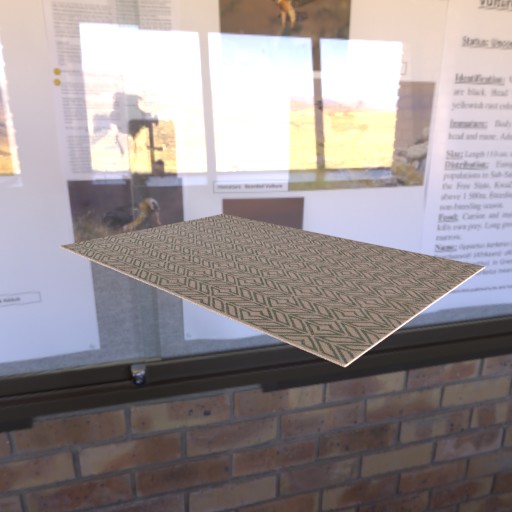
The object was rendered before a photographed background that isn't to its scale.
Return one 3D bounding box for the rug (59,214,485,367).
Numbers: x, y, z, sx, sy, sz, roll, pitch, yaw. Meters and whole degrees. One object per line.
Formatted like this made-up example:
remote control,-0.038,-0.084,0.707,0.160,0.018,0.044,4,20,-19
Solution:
rug,0.000,0.000,2.265,1.828,0.007,1.220,15,23,41
